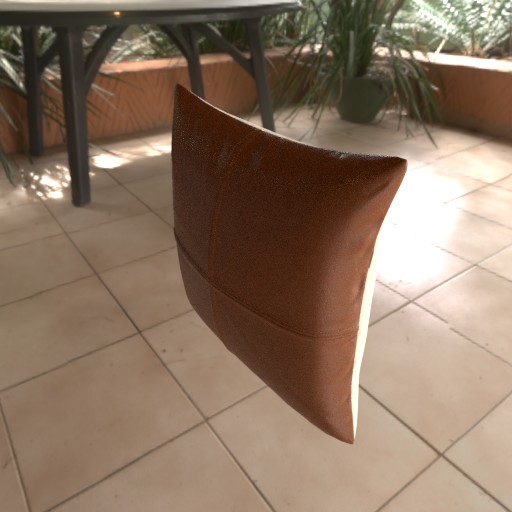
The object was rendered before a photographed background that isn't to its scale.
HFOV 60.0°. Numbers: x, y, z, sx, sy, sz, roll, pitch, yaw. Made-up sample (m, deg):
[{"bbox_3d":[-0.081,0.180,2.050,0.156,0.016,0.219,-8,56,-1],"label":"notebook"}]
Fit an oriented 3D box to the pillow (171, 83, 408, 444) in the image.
[{"bbox_3d":[0.000,0.000,0.746,0.192,0.477,0.501,-22,38,-31],"label":"pillow"}]
